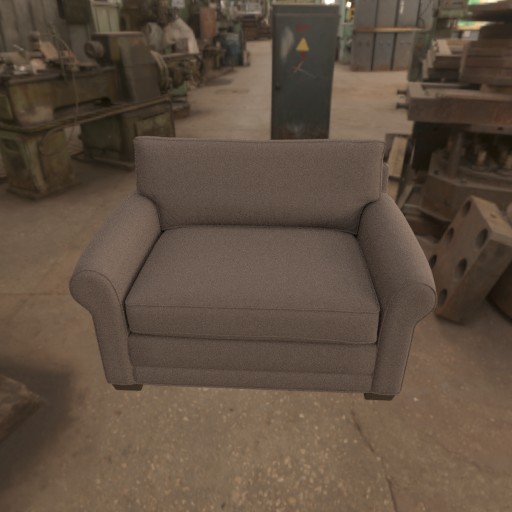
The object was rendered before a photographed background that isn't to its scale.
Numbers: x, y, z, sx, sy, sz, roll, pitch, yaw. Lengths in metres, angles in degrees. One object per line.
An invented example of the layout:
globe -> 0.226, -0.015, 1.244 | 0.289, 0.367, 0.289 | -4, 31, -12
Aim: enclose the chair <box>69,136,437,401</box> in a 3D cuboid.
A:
chair -> 0.000, 0.000, 2.041 | 1.390, 0.930, 0.930 | 1, 29, 3
